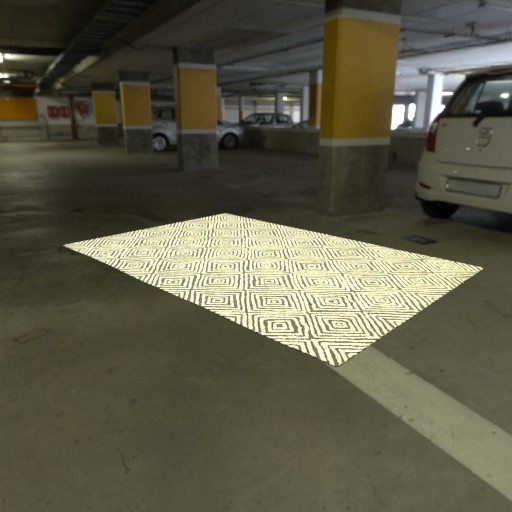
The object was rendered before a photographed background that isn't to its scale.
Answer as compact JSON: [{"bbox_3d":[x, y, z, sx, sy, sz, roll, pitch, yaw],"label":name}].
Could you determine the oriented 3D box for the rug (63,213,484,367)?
[{"bbox_3d":[0.000,0.000,2.191,1.750,0.004,1.177,16,23,42],"label":"rug"}]
